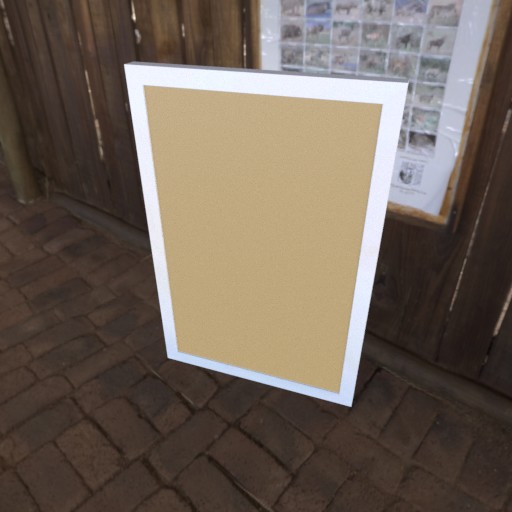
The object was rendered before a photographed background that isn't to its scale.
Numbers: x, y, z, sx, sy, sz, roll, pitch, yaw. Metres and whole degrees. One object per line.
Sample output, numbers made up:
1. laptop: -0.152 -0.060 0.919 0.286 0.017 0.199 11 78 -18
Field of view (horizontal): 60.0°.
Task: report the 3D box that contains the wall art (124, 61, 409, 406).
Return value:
1. wall art: 0.000 0.000 1.170 0.612 0.915 0.039 11 34 16
